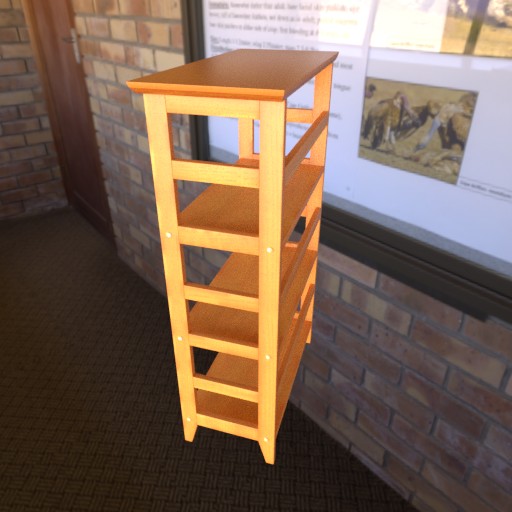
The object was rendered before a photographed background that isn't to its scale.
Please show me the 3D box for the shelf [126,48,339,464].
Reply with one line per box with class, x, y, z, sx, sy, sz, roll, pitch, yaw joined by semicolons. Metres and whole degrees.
shelf;0.000;0.000;1.329;0.305;1.067;0.660;9;31;15
